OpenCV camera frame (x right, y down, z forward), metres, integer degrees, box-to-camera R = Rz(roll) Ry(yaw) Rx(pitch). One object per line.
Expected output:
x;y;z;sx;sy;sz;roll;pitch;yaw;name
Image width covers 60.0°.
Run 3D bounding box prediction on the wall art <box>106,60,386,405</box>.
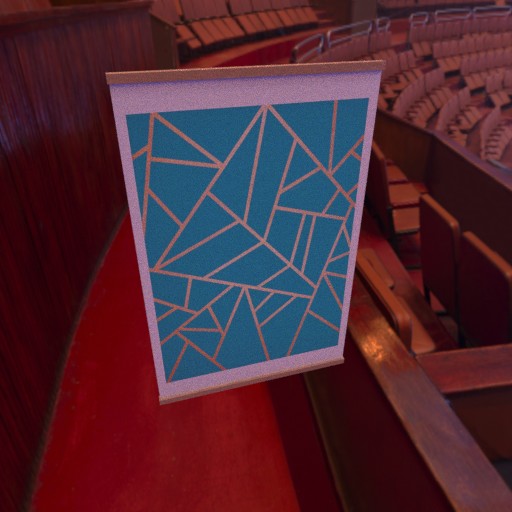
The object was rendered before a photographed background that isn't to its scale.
0.000;0.000;1.914;0.990;1.519;0.030;-9;32;-14;wall art
